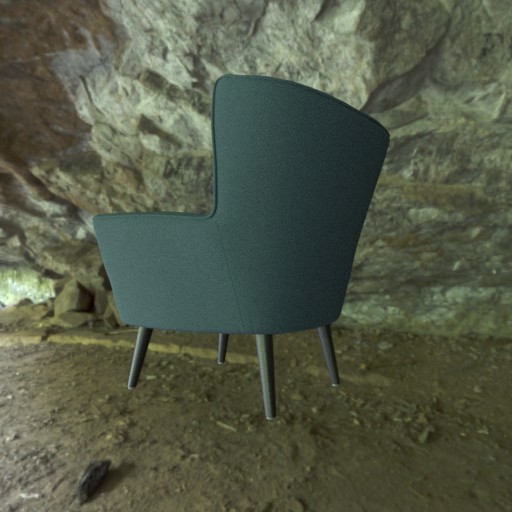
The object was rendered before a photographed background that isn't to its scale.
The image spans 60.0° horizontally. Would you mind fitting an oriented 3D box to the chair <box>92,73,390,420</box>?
[{"bbox_3d":[0.000,0.000,1.559,0.888,0.933,0.781,-1,-1,36],"label":"chair"}]
